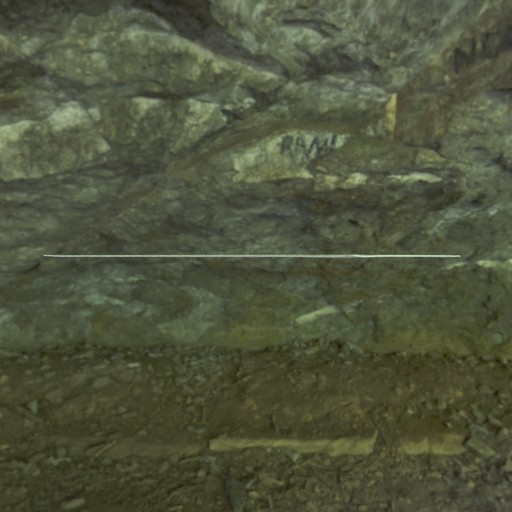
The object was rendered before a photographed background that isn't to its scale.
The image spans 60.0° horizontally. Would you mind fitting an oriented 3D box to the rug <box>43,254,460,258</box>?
[{"bbox_3d":[0.000,0.000,4.154,3.069,0.026,2.451,0,0,36],"label":"rug"}]
